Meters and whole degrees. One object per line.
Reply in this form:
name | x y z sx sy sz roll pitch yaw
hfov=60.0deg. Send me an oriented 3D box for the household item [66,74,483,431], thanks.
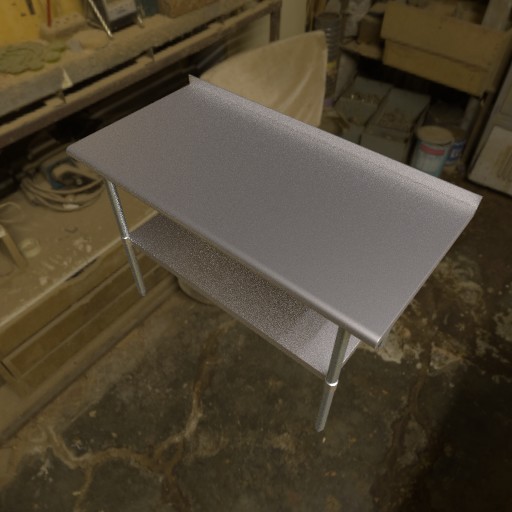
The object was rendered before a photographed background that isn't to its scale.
household item | 0.000 0.000 1.715 1.219 0.851 0.610 31 55 26
